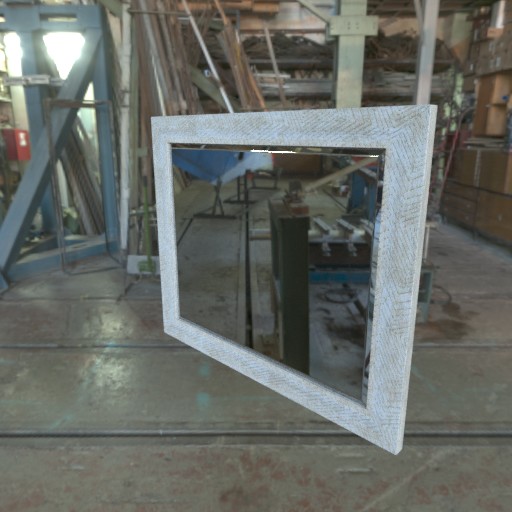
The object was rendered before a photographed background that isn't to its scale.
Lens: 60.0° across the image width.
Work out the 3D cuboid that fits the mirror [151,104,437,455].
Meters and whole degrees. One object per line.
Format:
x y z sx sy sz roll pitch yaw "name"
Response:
0.000 0.000 1.115 0.839 0.689 0.028 15 21 43 "mirror"
